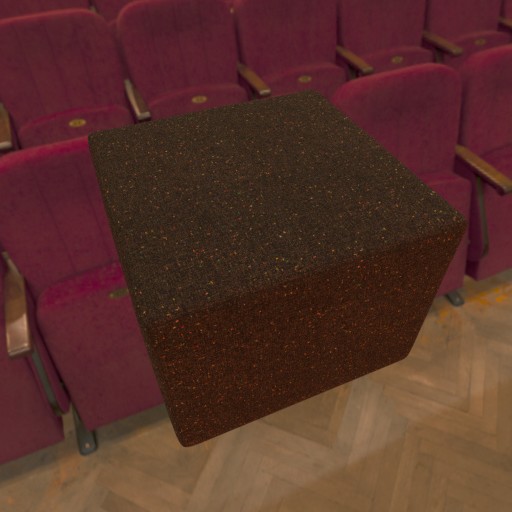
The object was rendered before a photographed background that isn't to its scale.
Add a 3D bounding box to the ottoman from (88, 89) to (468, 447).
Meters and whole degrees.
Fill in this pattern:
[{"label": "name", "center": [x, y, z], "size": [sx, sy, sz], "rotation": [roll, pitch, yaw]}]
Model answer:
[{"label": "ottoman", "center": [0.000, 0.000, 0.892], "size": [0.508, 0.432, 0.508], "rotation": [-17, 48, -16]}]
